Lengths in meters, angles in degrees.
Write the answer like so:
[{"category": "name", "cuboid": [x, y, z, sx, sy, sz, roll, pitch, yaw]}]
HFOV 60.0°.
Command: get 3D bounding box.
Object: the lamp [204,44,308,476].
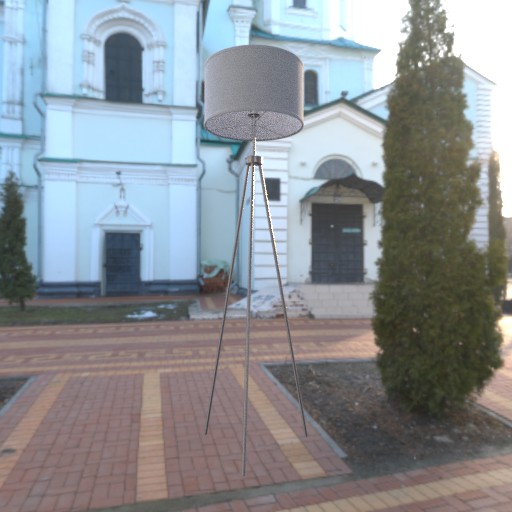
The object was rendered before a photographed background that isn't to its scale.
[{"category": "lamp", "cuboid": [0.000, 0.000, 1.787, 0.448, 1.545, 0.458, 0, -1, -1]}]
